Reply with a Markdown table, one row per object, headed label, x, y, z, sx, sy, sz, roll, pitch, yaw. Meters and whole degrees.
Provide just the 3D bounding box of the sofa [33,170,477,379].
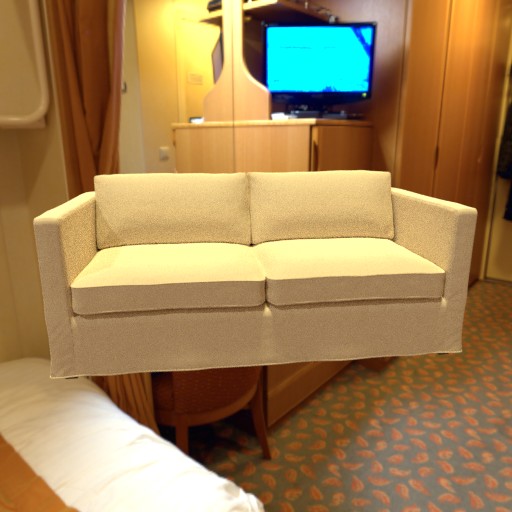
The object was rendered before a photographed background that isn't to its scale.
| label | x | y | z | sx | sy | sz | roll | pitch | yaw |
| --- | --- | --- | --- | --- | --- | --- | --- | --- | --- |
| sofa | 0.000 | 0.000 | 2.423 | 1.987 | 0.870 | 0.940 | -2 | 15 | -7 |
